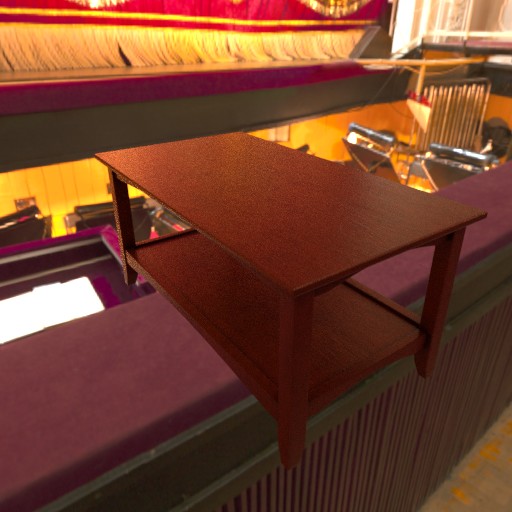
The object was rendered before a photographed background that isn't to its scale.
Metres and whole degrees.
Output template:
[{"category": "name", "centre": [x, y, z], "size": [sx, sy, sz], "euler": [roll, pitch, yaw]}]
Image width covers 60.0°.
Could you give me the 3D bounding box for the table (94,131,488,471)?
[{"category": "table", "centre": [0.000, 0.000, 1.243], "size": [0.533, 0.456, 0.943], "euler": [-18, 33, -31]}]
